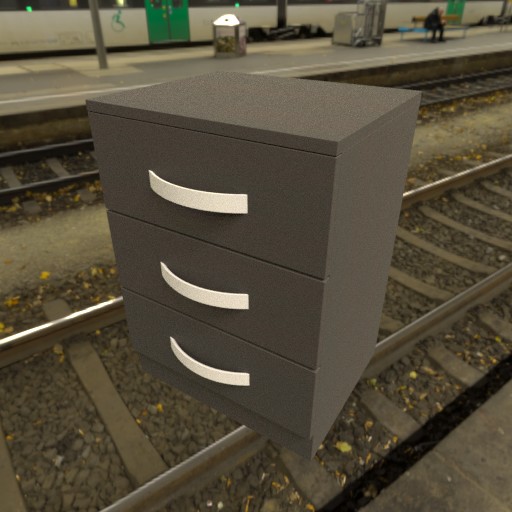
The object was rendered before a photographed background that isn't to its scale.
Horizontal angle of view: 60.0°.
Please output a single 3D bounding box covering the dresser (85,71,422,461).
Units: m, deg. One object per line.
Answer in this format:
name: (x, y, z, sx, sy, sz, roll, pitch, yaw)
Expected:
dresser: (0.000, 0.000, 0.813, 0.400, 0.560, 0.360, 18, 35, 28)
